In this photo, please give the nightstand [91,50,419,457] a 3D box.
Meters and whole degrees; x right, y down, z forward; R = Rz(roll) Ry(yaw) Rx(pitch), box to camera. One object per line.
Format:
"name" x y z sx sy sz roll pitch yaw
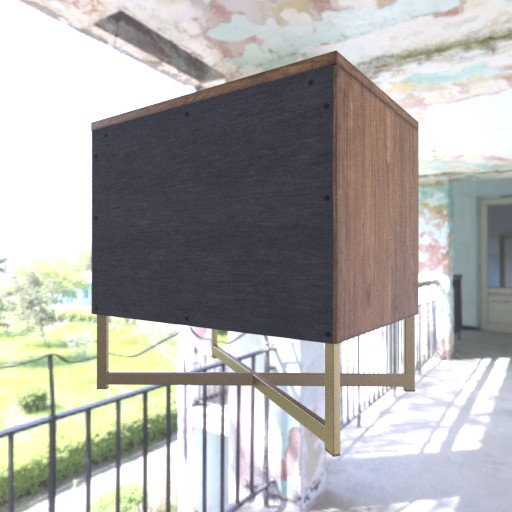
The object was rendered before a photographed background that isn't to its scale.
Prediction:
"nightstand" 0.000 0.000 1.015 0.610 0.610 0.446 0 0 36
